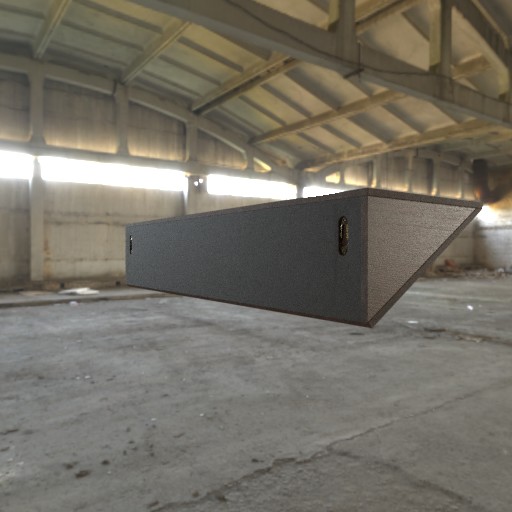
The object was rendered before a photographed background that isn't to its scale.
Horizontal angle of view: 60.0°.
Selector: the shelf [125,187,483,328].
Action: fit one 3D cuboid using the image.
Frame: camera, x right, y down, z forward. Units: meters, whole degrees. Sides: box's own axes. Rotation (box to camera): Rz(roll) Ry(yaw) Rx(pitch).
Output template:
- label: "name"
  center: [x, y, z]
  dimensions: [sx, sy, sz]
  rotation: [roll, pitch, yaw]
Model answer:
- label: "shelf"
  center: [0.000, 0.000, 0.695]
  dimensions: [0.200, 0.125, 0.610]
  rotation: [0, 0, -36]
